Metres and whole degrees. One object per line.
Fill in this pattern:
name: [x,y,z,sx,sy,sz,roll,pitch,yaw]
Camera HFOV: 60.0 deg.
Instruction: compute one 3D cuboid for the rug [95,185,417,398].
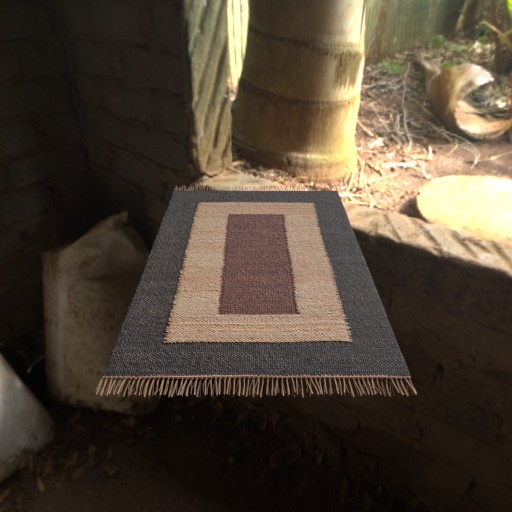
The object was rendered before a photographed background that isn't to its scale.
rug: [0.000,0.000,2.523,1.224,0.027,2.021,0,32,0]
